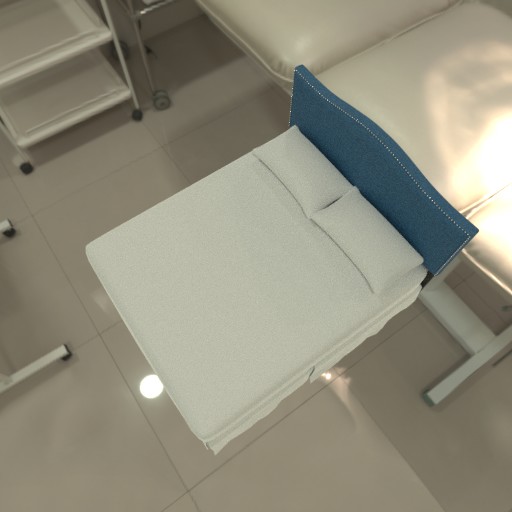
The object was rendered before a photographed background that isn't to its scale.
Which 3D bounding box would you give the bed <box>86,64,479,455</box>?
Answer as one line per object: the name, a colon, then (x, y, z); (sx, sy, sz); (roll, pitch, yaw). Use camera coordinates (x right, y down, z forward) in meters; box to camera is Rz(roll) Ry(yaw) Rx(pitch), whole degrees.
bed: (0.000, 0.000, 2.908); (1.872, 1.169, 1.610); (-33, 68, -15)
